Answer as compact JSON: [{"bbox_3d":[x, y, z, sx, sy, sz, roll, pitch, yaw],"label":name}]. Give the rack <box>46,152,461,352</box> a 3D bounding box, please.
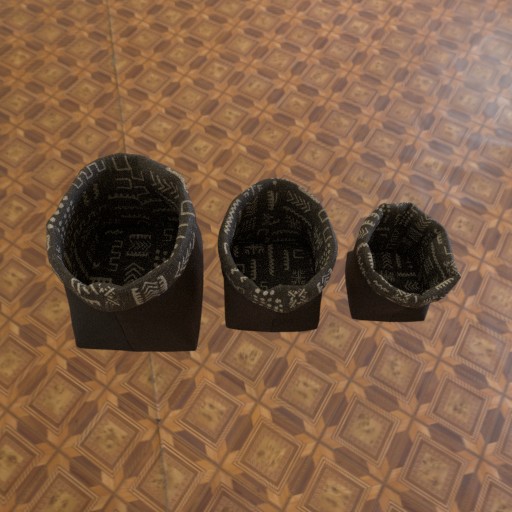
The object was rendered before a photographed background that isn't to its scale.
[{"bbox_3d":[0.000,0.000,1.049,0.905,0.323,0.379,0,62,0],"label":"rack"}]
